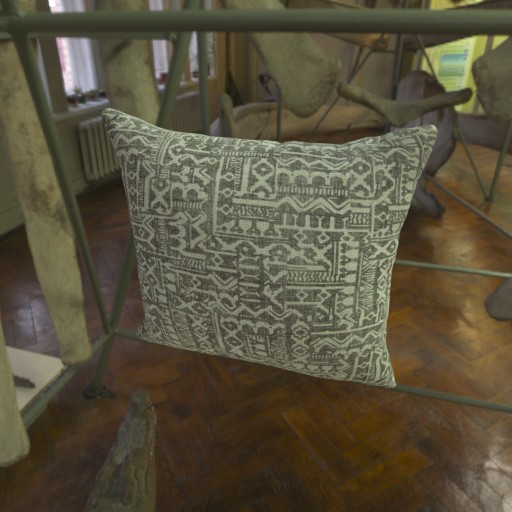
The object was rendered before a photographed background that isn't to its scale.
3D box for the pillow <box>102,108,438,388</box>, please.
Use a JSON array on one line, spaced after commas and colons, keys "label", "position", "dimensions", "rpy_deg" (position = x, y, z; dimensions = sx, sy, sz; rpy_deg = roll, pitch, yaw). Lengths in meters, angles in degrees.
[{"label": "pillow", "position": [0.000, 0.000, 0.791], "dimensions": [0.546, 0.487, 0.180], "rpy_deg": [8, 29, 15]}]
